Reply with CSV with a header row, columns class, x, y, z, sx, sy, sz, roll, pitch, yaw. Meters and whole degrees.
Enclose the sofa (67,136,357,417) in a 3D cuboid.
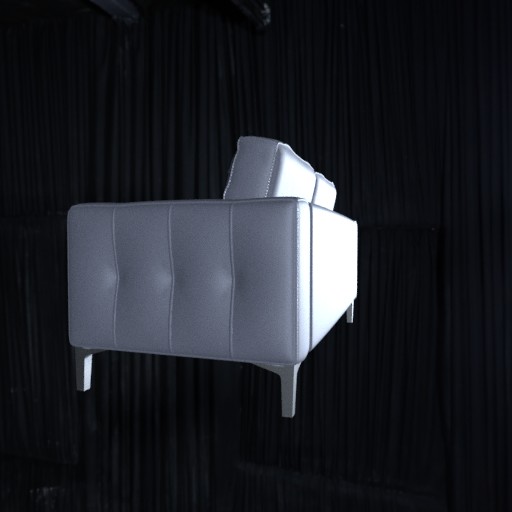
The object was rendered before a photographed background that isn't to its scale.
class,x,y,z,sx,sy,sz,roll,pitch,yaw
sofa,0.000,0.000,2.190,0.833,0.893,1.726,1,2,18
